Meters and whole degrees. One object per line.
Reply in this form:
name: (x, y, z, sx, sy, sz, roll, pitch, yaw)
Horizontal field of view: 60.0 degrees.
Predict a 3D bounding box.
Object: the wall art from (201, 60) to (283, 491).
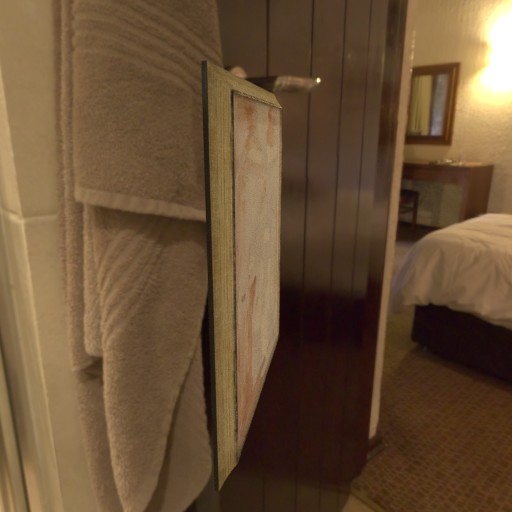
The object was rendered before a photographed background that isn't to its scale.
wall art: (0.000, 0.000, 0.624, 0.023, 0.457, 0.381, 3, 16, 11)
